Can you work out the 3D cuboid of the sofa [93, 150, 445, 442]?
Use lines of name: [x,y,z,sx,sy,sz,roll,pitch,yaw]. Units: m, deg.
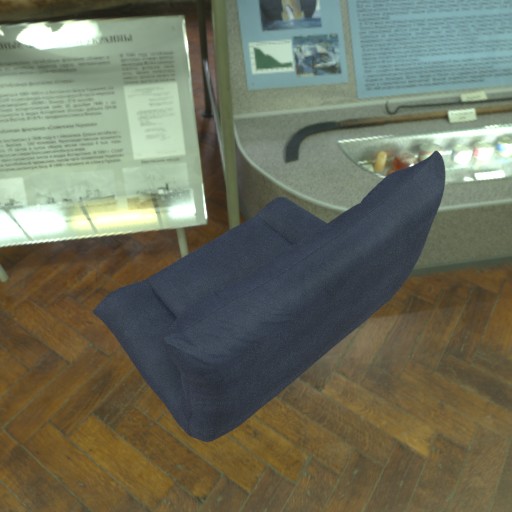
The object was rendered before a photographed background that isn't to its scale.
sofa: [0.000,0.000,1.701,1.122,0.778,0.849,-32,55,-26]
